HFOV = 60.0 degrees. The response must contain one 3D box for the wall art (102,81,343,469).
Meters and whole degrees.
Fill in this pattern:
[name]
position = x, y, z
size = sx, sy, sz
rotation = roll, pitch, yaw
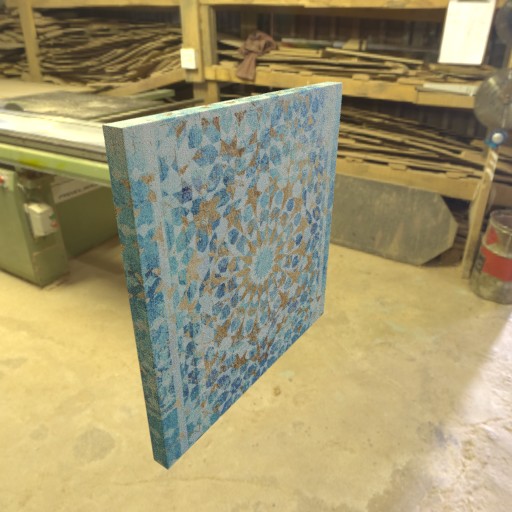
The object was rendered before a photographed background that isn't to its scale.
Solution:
[wall art]
position = 0.000, 0.000, 0.898
size = 0.040, 0.609, 0.609
rotation = 18, 32, 31
